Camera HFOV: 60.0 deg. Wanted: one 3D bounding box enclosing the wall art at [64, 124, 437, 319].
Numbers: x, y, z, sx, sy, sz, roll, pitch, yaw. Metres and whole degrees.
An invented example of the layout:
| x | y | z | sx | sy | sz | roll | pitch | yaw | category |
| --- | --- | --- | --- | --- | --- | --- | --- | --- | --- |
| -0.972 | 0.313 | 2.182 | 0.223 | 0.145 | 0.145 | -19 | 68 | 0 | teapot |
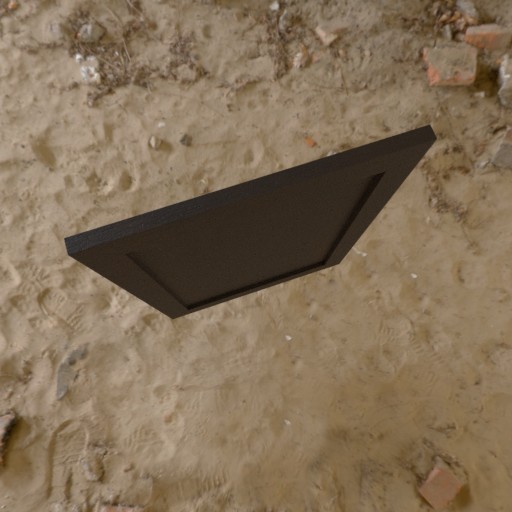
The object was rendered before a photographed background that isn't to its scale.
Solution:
| x | y | z | sx | sy | sz | roll | pitch | yaw | category |
| --- | --- | --- | --- | --- | --- | --- | --- | --- | --- |
| 0.000 | 0.000 | 0.658 | 0.359 | 0.513 | 0.017 | -18 | 76 | -5 | wall art |
